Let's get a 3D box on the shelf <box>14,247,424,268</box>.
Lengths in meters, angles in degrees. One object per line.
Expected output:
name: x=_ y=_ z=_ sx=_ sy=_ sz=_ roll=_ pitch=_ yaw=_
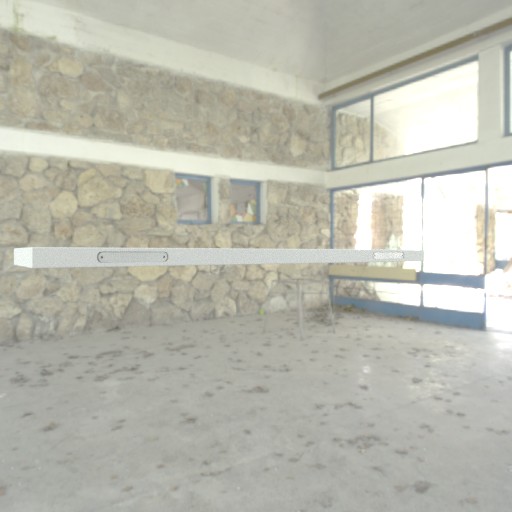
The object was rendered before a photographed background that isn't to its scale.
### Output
shelf: x=0.000 y=0.000 z=0.648 sx=0.610 sy=0.020 sz=0.140 roll=0 pitch=1 yaw=-35
